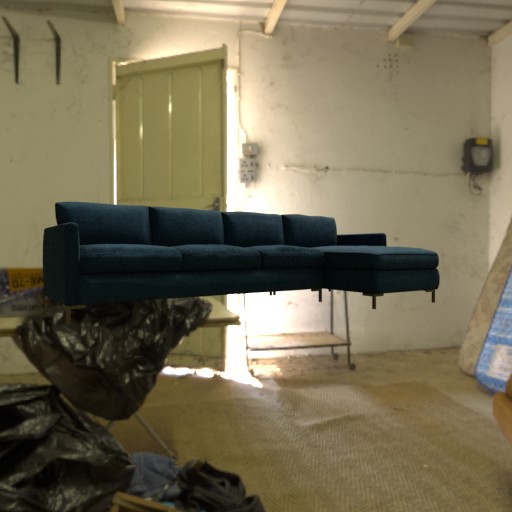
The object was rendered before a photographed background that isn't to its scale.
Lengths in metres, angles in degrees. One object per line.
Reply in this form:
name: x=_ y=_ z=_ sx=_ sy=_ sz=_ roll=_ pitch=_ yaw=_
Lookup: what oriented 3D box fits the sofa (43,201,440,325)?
sofa: x=0.000 y=0.000 z=3.516 sx=2.932 sy=0.810 sz=1.350 roll=0 pitch=1 yaw=-34
